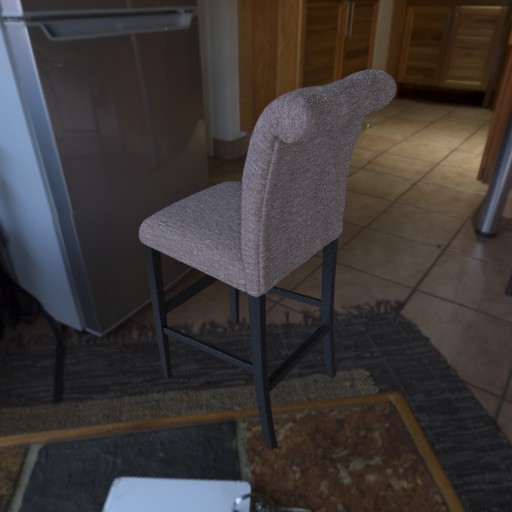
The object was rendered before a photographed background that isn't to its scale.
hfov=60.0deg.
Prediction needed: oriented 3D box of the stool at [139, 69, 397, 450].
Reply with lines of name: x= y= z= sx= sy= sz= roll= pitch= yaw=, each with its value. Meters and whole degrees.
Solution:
stool: x=0.000 y=0.000 z=1.435 sx=0.613 sy=1.131 sz=0.452 roll=23 pitch=38 yaw=32
